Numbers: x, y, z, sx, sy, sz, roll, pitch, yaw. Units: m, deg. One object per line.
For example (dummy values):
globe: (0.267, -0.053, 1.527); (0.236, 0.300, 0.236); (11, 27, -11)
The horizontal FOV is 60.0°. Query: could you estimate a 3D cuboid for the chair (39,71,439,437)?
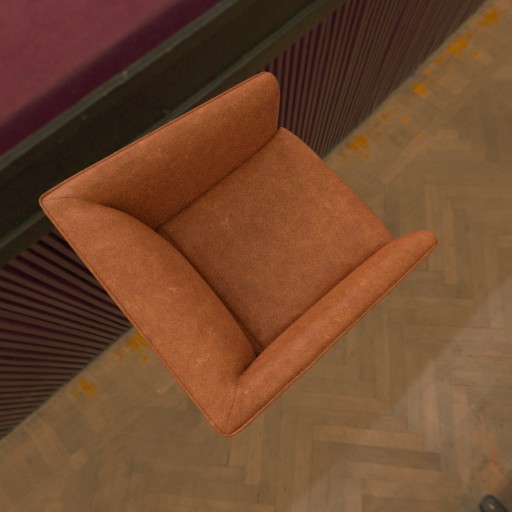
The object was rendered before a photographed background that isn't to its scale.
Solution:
chair: (0.000, 0.000, 1.204); (0.625, 0.760, 0.588); (-40, 79, -10)
